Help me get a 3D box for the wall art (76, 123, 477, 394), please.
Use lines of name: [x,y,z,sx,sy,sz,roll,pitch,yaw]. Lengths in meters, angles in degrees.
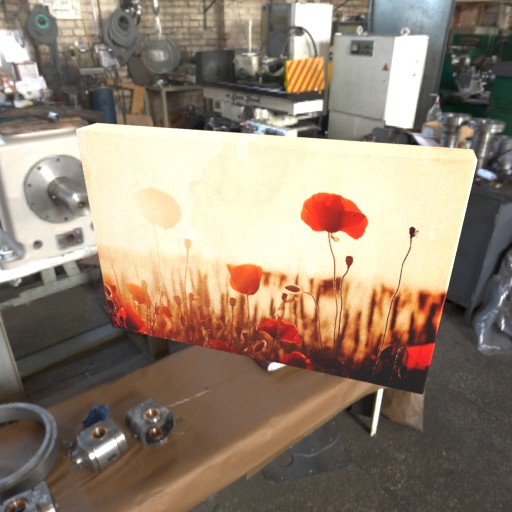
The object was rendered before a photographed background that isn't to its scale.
wall art: [0.000,0.000,0.478,0.383,0.251,0.037,9,28,16]
